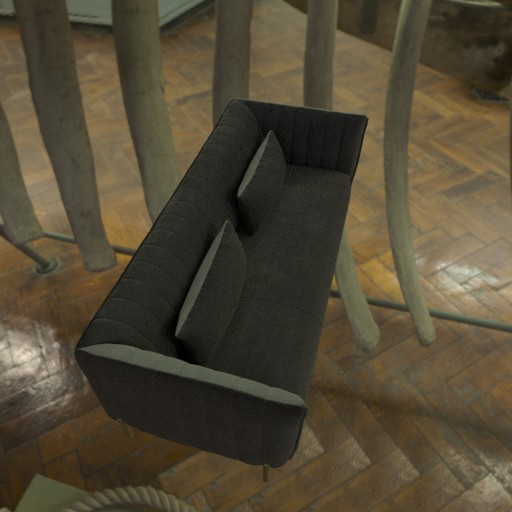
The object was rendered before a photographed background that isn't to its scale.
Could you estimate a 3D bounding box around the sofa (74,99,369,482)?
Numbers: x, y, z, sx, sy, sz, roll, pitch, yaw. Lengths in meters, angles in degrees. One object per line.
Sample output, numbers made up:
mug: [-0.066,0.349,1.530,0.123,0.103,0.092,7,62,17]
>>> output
sofa: [0.000,0.000,2.395,0.876,0.780,1.980,12,49,11]
